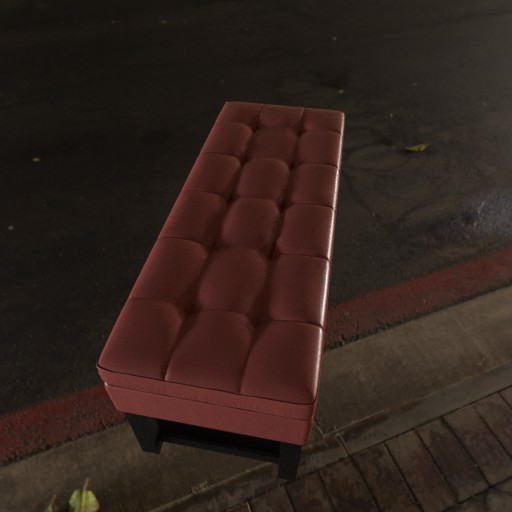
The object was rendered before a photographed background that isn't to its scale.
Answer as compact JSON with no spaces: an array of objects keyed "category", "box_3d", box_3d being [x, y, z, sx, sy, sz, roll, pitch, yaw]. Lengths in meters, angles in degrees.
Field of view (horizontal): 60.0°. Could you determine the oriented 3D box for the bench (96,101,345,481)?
[{"category":"bench","box_3d":[0.000,0.000,1.339,0.432,0.460,1.105,8,46,7]}]
